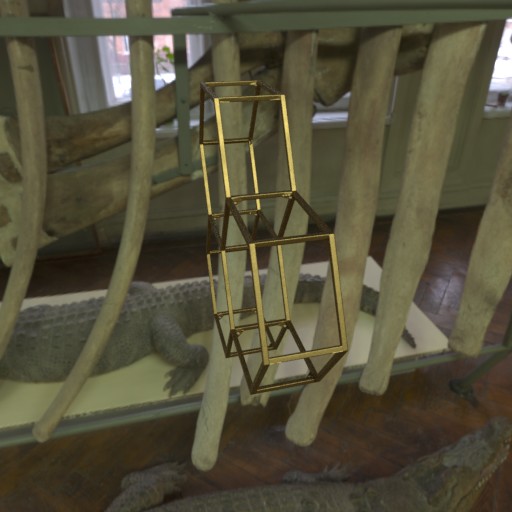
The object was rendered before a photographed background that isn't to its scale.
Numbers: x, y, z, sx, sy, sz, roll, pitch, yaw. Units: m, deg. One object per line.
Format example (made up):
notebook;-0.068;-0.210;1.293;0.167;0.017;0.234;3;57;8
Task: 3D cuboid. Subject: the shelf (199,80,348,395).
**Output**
shelf;0.000;0.000;1.043;0.150;0.701;0.708;-7;31;-12
